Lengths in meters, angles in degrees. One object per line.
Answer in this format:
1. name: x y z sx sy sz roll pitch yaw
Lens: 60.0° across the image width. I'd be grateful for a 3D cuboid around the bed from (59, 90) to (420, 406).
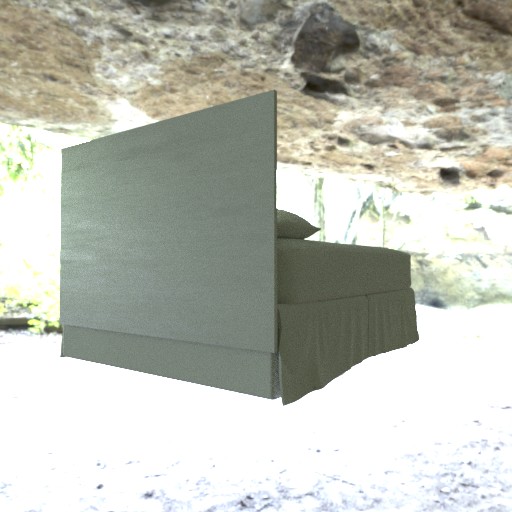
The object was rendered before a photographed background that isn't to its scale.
1. bed: 0.000 0.000 3.184 1.745 1.335 2.094 -1 -2 35
